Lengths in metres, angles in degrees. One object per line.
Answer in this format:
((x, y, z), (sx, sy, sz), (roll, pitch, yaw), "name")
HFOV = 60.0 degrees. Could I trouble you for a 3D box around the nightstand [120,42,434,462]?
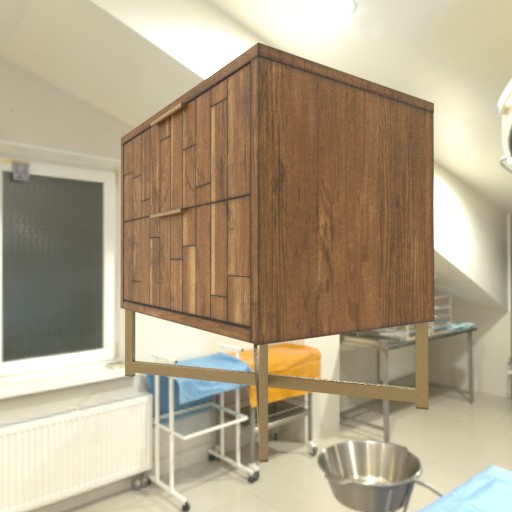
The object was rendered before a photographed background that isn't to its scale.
((0.000, 0.000, 1.006), (0.446, 0.610, 0.610), (0, -1, -35), "nightstand")
